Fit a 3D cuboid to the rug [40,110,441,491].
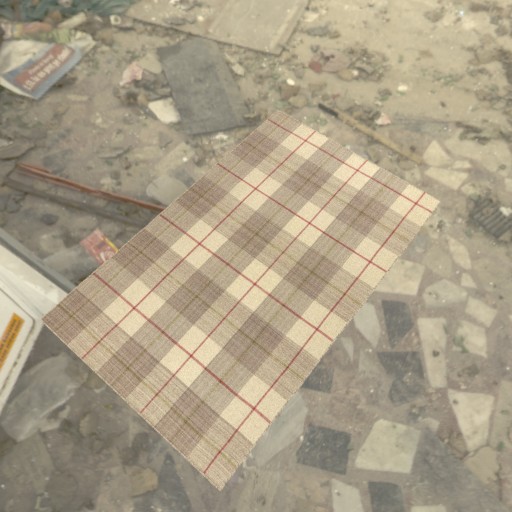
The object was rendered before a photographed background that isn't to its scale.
[{"bbox_3d":[0.000,0.000,3.055,1.549,0.010,2.464,35,66,18],"label":"rug"}]
